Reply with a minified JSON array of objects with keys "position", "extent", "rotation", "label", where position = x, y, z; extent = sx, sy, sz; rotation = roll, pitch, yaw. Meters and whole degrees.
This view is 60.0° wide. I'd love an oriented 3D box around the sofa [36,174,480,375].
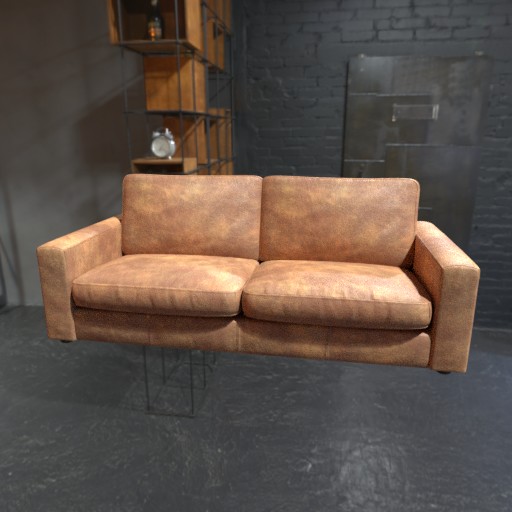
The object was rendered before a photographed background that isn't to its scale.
[{"position":[0.000,0.000,2.601],"extent":[2.179,0.873,1.016],"rotation":[3,16,9],"label":"sofa"}]
